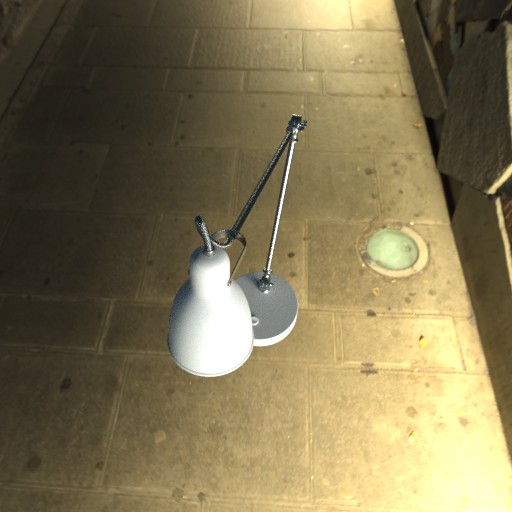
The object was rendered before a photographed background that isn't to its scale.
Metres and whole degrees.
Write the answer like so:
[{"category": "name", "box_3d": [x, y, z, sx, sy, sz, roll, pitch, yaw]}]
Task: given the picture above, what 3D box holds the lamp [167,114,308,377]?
[{"category": "lamp", "box_3d": [0.000, 0.000, 0.853, 0.187, 0.587, 0.561, 15, 58, 10]}]
